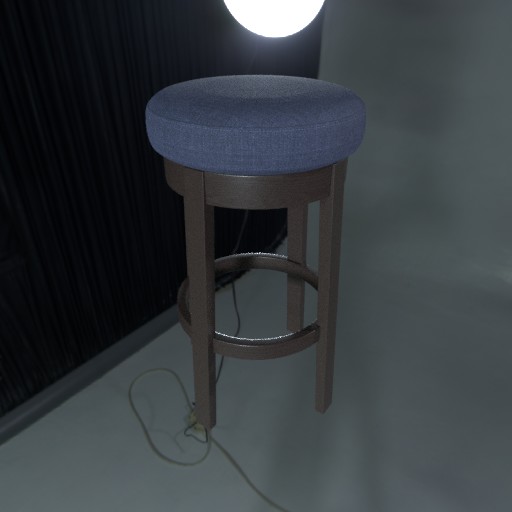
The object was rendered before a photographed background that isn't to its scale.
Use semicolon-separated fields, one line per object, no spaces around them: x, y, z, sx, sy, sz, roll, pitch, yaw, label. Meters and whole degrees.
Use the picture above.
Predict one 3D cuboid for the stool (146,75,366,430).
0.000;0.000;1.044;0.446;0.758;0.446;0;31;0;stool
